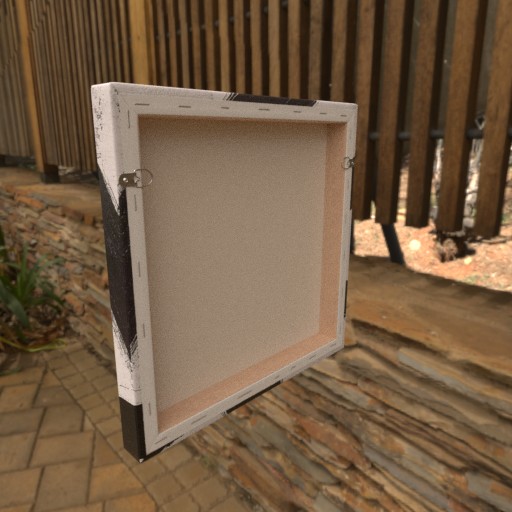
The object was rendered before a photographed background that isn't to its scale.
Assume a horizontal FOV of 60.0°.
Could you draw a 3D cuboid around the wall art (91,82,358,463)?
[{"bbox_3d":[0.000,0.000,0.747,0.050,0.508,0.507,15,21,43],"label":"wall art"}]
